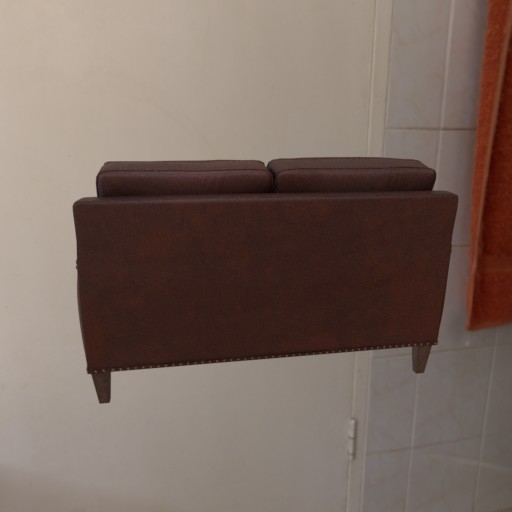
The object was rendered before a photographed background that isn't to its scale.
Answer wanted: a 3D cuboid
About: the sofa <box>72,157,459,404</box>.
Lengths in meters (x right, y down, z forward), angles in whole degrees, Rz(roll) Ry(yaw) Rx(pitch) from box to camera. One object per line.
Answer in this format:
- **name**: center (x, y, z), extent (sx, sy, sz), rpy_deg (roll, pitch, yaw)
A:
- **sofa**: center (0.000, 0.000, 2.271), extent (1.628, 1.003, 1.083), rpy_deg (-2, 14, -10)
